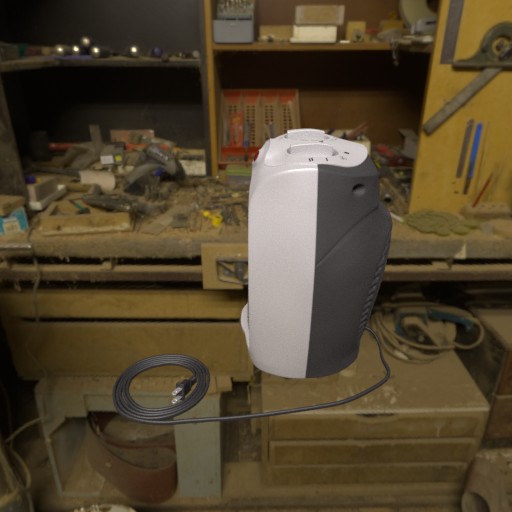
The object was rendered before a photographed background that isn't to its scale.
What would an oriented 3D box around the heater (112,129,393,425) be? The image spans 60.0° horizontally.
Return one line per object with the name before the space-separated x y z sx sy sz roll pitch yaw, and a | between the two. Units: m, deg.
heater | 0.000 0.000 0.466 0.291 0.240 0.239 0 27 1
